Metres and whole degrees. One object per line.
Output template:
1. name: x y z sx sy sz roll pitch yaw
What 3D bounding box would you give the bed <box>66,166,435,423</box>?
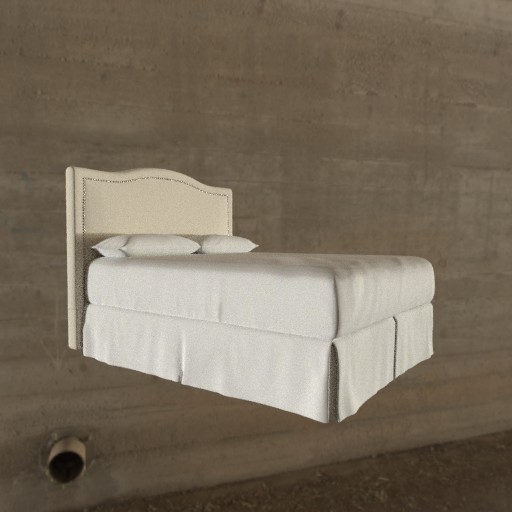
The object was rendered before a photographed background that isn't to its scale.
1. bed: 0.000 0.000 3.261 2.143 1.460 1.753 2 3 37
